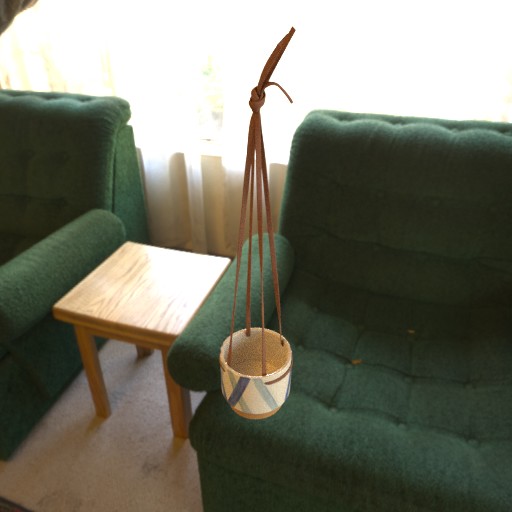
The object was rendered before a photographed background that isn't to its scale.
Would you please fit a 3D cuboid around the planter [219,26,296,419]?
[{"bbox_3d":[0.000,0.000,0.814,0.157,0.753,0.153,1,32,1],"label":"planter"}]
